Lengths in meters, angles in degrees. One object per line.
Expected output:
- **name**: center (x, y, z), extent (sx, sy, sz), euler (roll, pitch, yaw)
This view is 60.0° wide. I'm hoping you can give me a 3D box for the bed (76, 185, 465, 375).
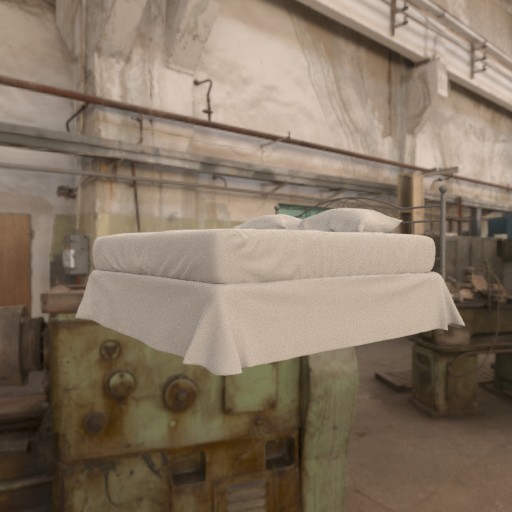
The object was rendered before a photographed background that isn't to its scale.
- **bed**: center (0.000, 0.000, 3.523), extent (2.220, 1.080, 2.309), euler (-1, 1, -37)
